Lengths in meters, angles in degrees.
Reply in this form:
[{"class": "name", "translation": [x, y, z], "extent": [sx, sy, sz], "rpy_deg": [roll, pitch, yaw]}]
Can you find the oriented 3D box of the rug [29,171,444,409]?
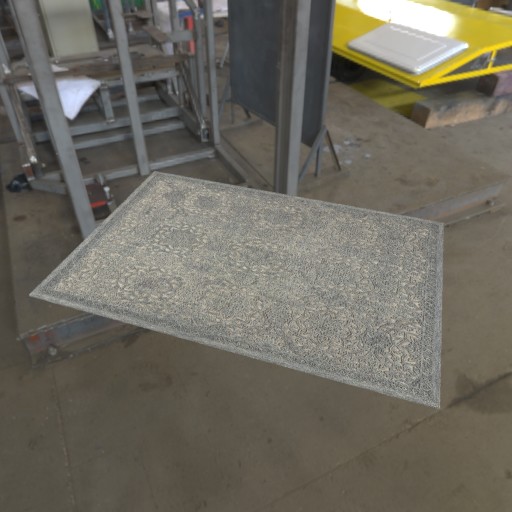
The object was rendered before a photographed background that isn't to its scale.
[{"class": "rug", "translation": [0.000, 0.000, 2.276], "extent": [1.819, 0.012, 1.208], "rpy_deg": [12, 42, 14]}]
